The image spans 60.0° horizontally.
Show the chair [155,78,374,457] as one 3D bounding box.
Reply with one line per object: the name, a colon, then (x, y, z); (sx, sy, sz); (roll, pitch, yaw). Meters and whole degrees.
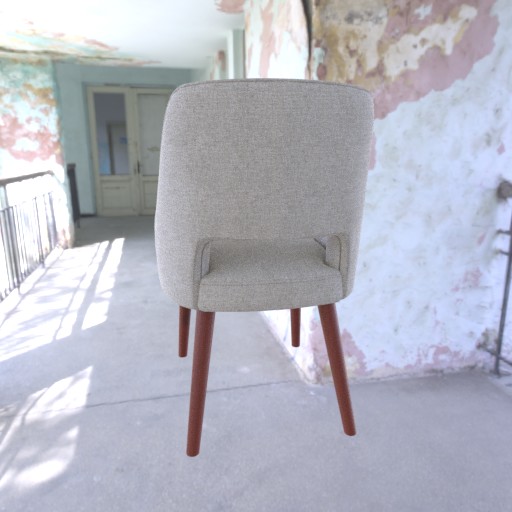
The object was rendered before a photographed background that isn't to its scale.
chair: (0.000, 0.000, 1.235); (0.548, 0.849, 0.605); (-3, 14, -11)
